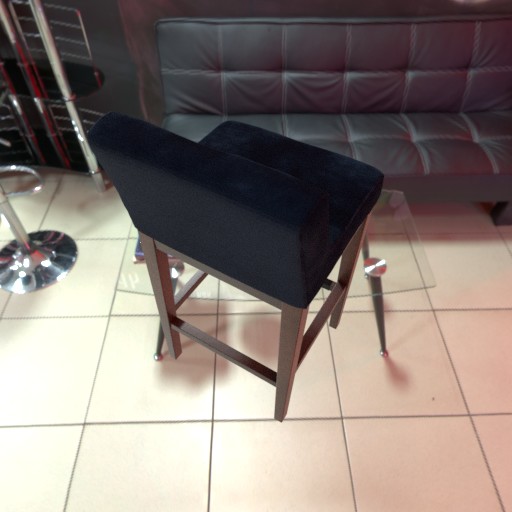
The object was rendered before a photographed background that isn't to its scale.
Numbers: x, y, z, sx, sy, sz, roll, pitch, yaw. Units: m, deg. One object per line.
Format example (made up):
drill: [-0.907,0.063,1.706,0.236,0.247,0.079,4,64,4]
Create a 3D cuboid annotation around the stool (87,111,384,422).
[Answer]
stool: [0.000,0.000,1.273,0.511,0.945,0.516,25,52,21]
